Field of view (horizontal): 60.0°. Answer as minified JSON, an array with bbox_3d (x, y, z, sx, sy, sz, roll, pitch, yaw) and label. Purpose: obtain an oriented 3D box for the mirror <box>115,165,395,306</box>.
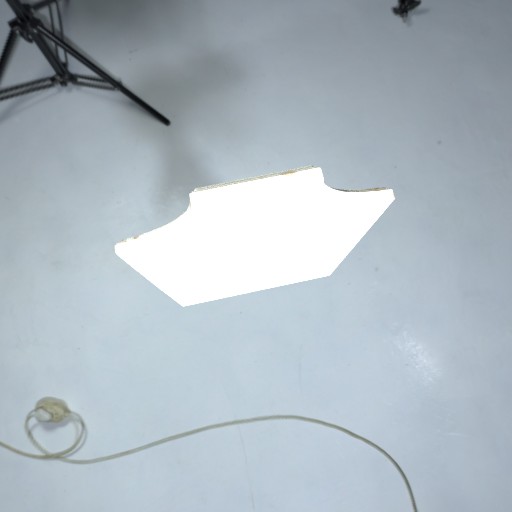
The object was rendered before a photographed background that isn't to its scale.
[{"bbox_3d":[0.000,0.000,0.849,0.403,0.717,0.022,-12,77,-3],"label":"mirror"}]
